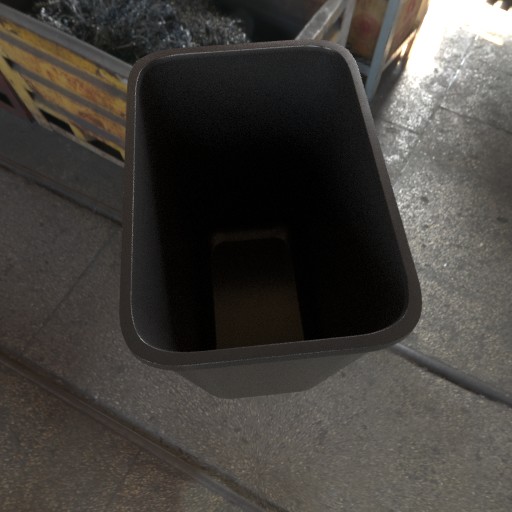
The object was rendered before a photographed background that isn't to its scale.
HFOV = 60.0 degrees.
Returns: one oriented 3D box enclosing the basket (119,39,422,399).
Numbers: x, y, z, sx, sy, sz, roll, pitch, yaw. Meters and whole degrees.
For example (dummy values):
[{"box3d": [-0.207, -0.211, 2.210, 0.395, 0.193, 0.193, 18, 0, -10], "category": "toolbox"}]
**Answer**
[{"box3d": [0.000, 0.000, 0.491, 0.211, 0.307, 0.300, -5, 64, -3], "category": "basket"}]
